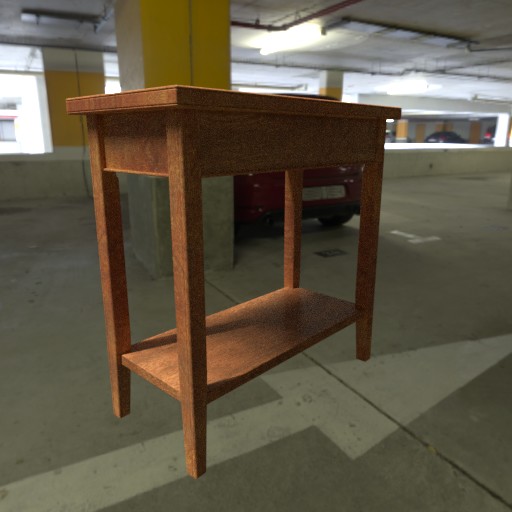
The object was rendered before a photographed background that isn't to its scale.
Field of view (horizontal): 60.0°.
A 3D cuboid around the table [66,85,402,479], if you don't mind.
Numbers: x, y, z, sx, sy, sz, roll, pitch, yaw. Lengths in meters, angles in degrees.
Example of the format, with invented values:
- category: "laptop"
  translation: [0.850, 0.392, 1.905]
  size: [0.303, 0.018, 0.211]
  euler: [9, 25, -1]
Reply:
- category: "table"
  translation: [0.000, 0.000, 0.935]
  size: [0.305, 0.610, 0.610]
  euler: [14, 20, 41]
